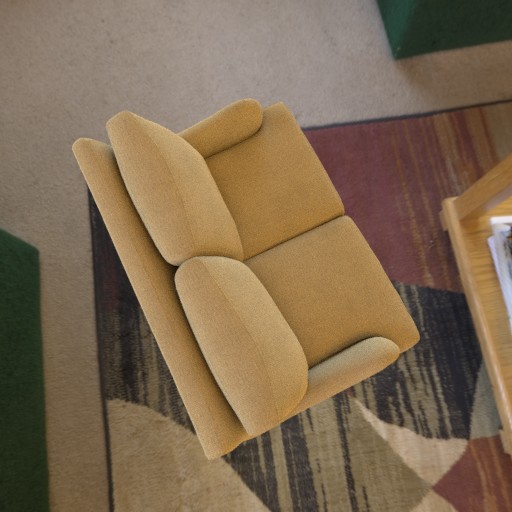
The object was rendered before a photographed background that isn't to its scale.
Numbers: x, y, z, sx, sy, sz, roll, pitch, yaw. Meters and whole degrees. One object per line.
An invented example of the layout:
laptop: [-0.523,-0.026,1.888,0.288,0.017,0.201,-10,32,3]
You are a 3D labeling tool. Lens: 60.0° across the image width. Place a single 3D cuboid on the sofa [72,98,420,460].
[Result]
sofa: [0.000,0.000,2.201,1.087,0.999,1.480,-26,77,-6]
